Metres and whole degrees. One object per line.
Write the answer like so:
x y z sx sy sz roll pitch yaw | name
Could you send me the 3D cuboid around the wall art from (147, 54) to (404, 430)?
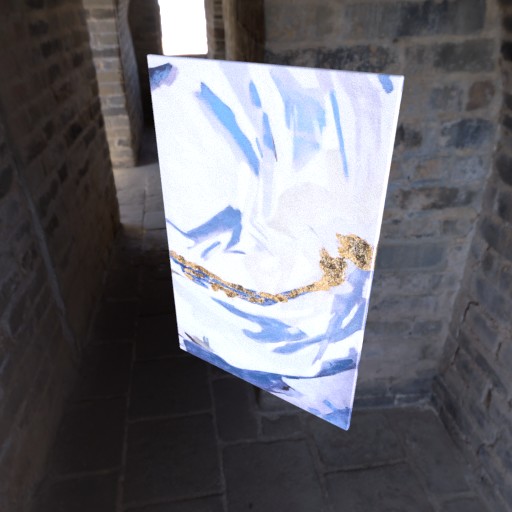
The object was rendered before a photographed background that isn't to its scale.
0.000 0.000 1.138 0.610 0.914 0.016 18 35 28 | wall art
